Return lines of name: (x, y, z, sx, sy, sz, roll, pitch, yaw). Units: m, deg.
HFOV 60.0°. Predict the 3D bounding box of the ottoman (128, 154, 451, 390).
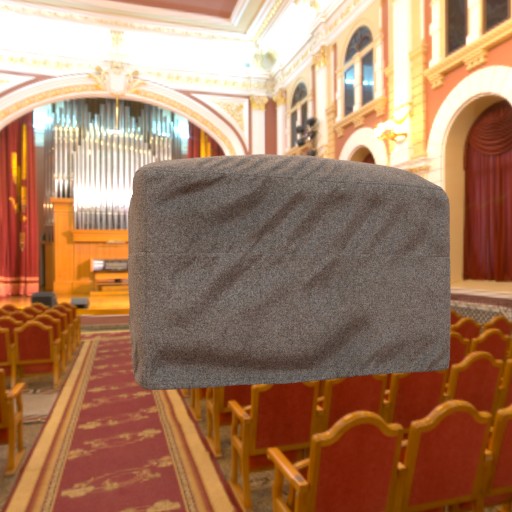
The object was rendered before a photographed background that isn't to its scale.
ottoman: (0.000, 0.000, 1.236, 0.683, 0.481, 0.837, 0, 0, -17)
